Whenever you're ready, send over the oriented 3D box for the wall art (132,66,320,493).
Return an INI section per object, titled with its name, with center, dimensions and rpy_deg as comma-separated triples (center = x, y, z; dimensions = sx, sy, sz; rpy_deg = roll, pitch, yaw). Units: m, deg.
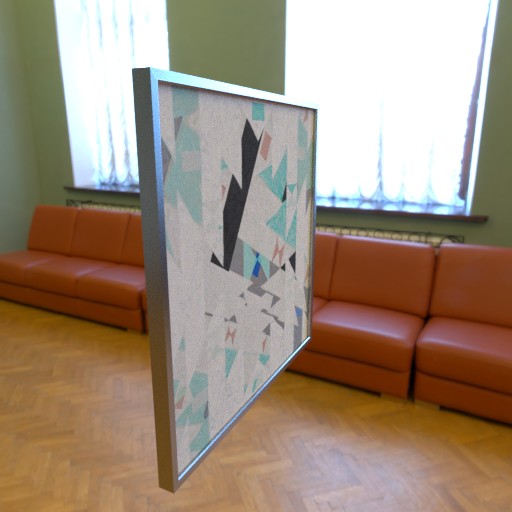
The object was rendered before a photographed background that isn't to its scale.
[wall art]
center = 0.000, 0.000, 1.155
dimensions = 0.038, 0.806, 0.806
rpy_deg = 7, 16, 26
